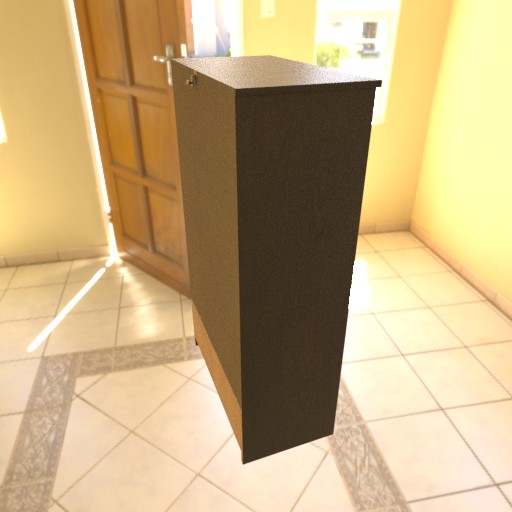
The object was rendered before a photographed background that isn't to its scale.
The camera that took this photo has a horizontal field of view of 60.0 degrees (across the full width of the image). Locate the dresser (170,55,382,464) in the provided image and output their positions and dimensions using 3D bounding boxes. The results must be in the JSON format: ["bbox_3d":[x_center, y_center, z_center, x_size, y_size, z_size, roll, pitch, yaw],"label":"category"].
[{"bbox_3d":[0.000,0.000,1.593,0.418,1.254,0.704,-10,31,-18],"label":"dresser"}]
